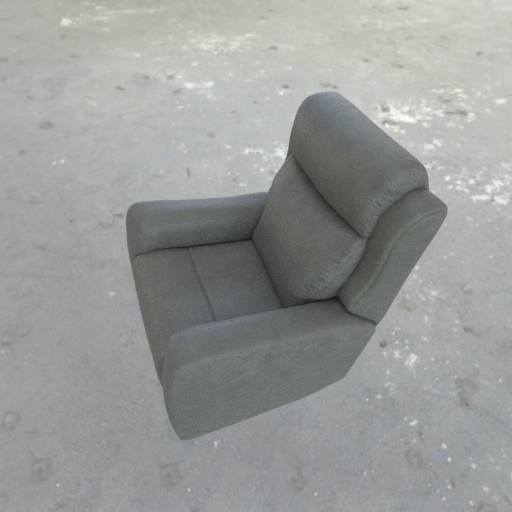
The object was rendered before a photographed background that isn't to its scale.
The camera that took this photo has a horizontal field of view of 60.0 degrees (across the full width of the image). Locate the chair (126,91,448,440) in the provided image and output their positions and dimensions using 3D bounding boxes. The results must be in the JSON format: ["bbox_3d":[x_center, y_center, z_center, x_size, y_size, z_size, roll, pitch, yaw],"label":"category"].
[{"bbox_3d":[0.000,0.000,1.929,1.068,1.116,0.967,-15,47,-14],"label":"chair"}]
